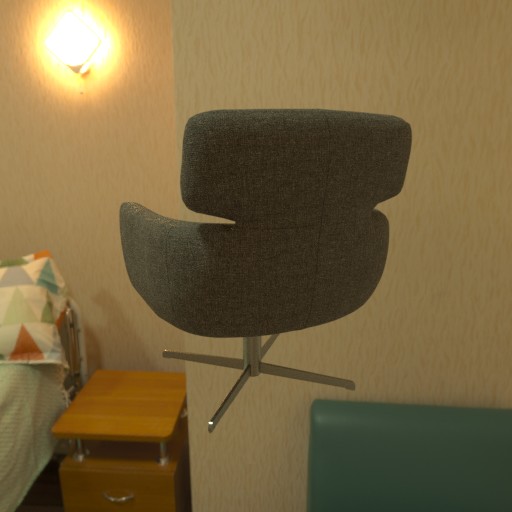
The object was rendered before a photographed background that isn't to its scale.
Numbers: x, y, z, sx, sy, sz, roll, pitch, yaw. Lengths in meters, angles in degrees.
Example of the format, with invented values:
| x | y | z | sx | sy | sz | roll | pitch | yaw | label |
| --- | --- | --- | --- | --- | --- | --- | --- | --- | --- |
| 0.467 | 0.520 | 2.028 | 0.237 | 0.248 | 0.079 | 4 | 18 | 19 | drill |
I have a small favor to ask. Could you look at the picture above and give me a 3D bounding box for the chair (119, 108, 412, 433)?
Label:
| x | y | z | sx | sy | sz | roll | pitch | yaw | label |
| --- | --- | --- | --- | --- | --- | --- | --- | --- | --- |
| 0.000 | 0.000 | 1.345 | 0.706 | 0.812 | 0.715 | -7 | 16 | -25 | chair |
